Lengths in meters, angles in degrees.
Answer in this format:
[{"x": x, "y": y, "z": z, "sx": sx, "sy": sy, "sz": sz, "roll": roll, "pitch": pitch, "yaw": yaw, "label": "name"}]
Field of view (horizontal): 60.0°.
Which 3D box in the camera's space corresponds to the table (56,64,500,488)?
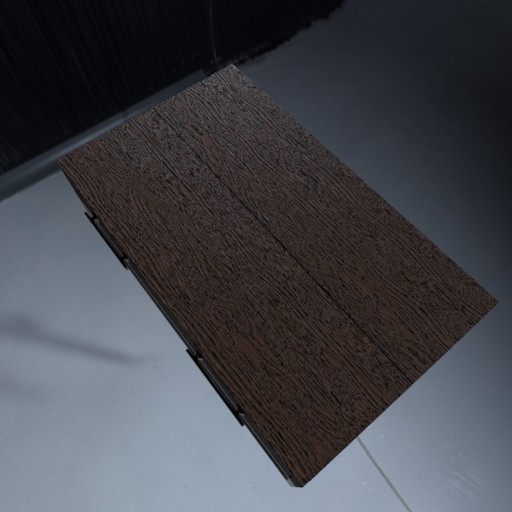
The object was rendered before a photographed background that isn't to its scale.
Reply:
[{"x": 0.000, "y": 0.000, "z": 1.437, "sx": 0.719, "sy": 0.361, "sz": 1.167, "roll": -36, "pitch": 68, "yaw": -17, "label": "table"}]
